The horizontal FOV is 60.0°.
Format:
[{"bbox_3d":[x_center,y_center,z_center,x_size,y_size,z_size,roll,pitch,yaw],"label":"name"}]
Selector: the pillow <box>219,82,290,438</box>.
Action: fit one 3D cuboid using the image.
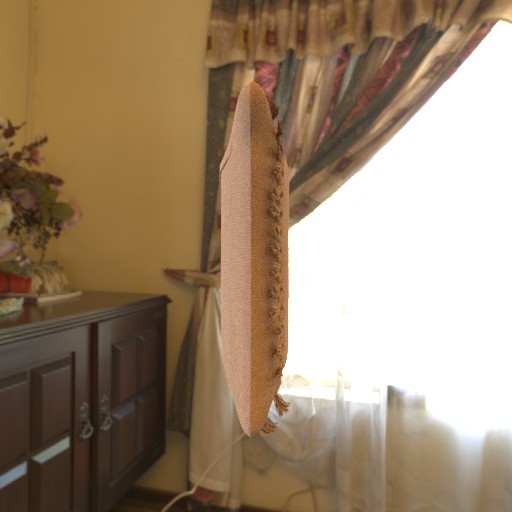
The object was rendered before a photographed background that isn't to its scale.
[{"bbox_3d":[0.000,0.000,0.598,0.084,0.305,0.466,0,1,1],"label":"pillow"}]
